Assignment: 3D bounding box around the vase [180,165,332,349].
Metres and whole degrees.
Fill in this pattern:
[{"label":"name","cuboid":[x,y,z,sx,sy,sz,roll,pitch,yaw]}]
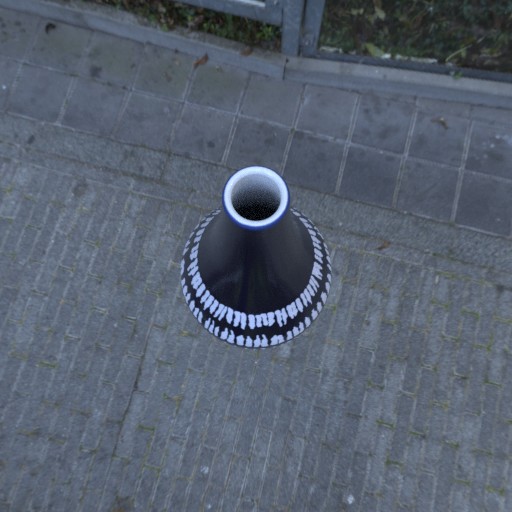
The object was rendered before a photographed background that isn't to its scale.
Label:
[{"label":"vase","cuboid":[0.000,0.000,0.395,0.159,0.295,0.159,0,76,0]}]
